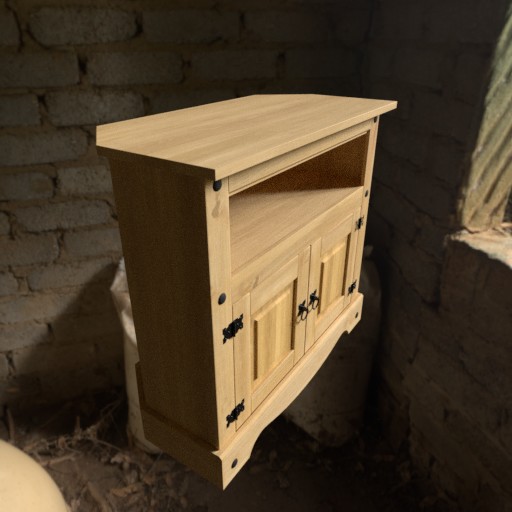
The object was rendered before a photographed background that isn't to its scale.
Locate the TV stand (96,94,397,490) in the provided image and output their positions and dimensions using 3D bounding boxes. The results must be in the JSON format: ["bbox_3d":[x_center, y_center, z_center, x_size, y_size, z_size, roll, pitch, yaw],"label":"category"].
[{"bbox_3d":[0.000,0.000,1.272,0.425,0.781,0.851,17,32,30],"label":"TV stand"}]
